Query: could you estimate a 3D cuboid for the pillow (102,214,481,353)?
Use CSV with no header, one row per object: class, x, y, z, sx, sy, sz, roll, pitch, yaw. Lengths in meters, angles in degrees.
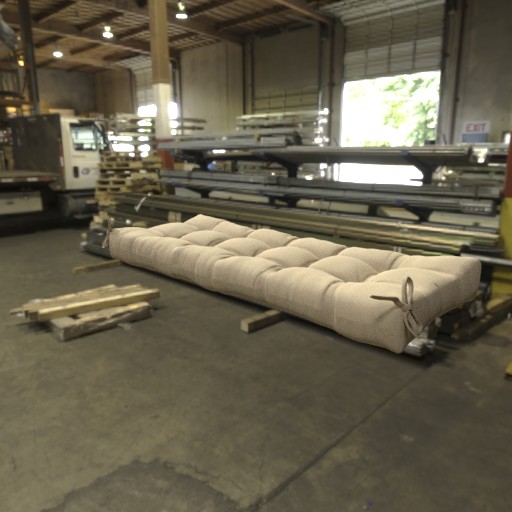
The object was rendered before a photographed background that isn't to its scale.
pillow,0.000,0.000,1.342,1.194,0.174,0.511,13,19,42
